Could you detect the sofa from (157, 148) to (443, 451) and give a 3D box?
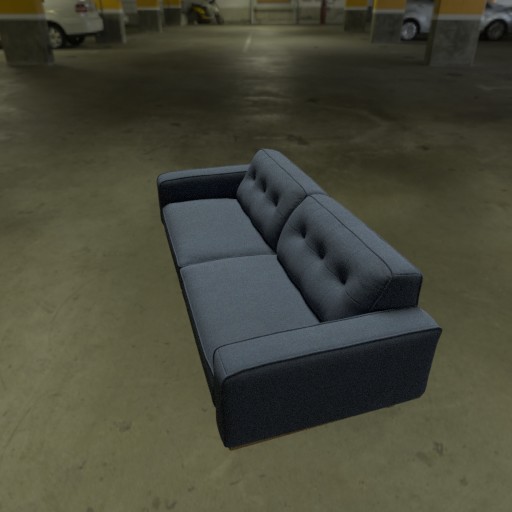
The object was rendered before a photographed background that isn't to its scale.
[{"bbox_3d":[0.000,0.000,2.708,0.953,0.782,2.270,-9,31,-15],"label":"sofa"}]
